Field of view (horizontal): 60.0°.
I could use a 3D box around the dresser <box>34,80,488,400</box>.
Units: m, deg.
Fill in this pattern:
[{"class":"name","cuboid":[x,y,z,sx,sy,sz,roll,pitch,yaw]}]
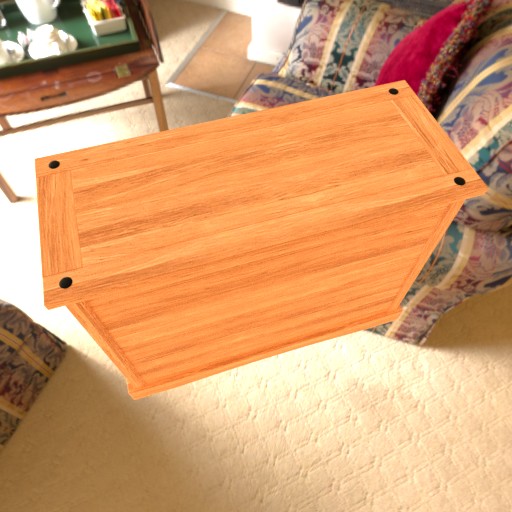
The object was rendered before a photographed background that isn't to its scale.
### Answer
[{"class":"dresser","cuboid":[0.000,0.000,1.350,0.990,0.740,0.410,-15,59,-9]}]
